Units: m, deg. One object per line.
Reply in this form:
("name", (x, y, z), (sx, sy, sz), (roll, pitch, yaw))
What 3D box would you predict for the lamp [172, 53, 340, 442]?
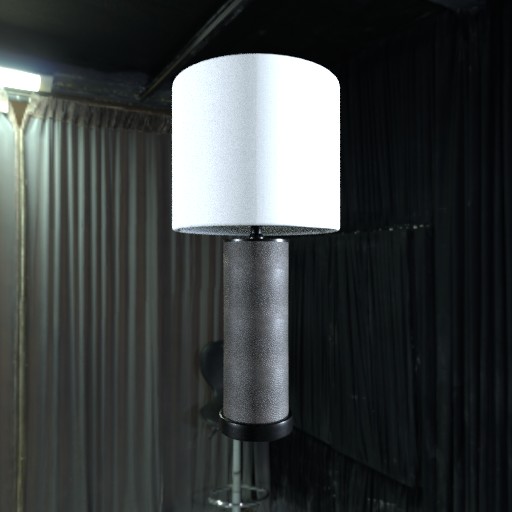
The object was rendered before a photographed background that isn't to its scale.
("lamp", (0.000, 0.000, 0.822), (0.305, 0.634, 0.305), (0, 0, -36))
